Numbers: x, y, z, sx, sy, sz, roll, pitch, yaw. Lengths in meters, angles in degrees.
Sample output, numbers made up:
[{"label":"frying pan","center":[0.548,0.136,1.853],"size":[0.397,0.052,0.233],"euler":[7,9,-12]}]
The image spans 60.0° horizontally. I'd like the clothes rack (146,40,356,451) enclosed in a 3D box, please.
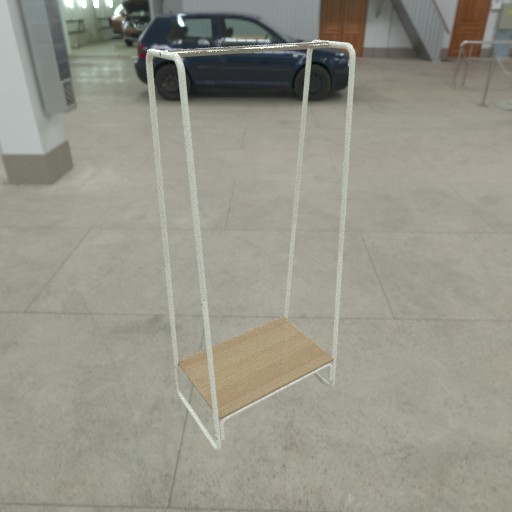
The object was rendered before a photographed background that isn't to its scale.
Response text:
[{"label":"clothes rack","center":[0.000,0.000,1.743],"size":[0.640,1.500,0.400],"euler":[-18,34,-29]}]
